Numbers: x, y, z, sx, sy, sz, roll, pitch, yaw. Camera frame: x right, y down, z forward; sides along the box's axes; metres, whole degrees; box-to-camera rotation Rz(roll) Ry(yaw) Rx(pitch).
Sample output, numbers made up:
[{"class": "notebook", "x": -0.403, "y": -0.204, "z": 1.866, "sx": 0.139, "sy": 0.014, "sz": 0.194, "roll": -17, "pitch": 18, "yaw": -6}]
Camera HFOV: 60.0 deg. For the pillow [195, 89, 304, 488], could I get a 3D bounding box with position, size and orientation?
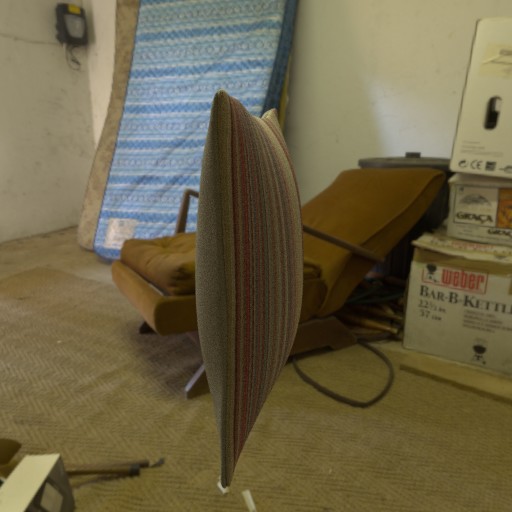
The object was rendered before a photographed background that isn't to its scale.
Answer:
[{"class": "pillow", "x": 0.000, "y": 0.000, "z": 0.635, "sx": 0.136, "sy": 0.419, "sz": 0.437, "roll": 2, "pitch": 16, "yaw": 8}]
